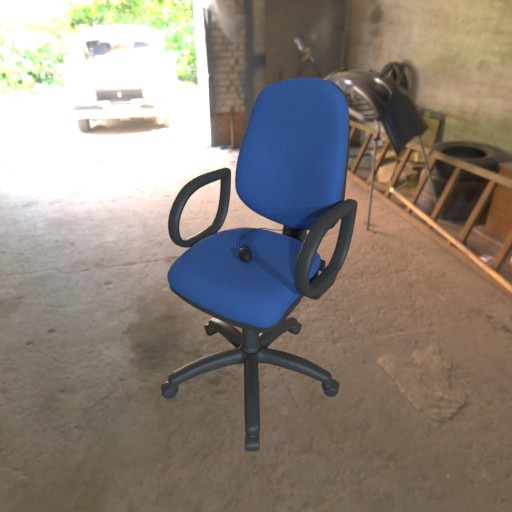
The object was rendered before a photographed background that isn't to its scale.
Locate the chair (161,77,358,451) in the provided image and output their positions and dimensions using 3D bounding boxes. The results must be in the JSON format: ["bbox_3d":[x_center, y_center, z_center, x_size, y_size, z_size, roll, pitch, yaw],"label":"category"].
[{"bbox_3d":[0.000,0.000,1.267,0.552,0.905,0.549,20,36,30],"label":"chair"}]
